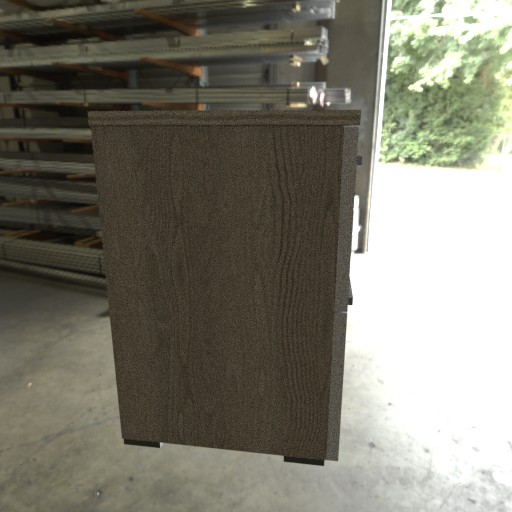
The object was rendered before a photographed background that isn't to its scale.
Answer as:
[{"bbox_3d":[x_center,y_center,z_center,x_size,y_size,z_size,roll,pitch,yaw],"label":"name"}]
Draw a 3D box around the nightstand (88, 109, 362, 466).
[{"bbox_3d":[0.000,0.000,0.762,0.325,0.461,0.442,2,16,8],"label":"nightstand"}]
